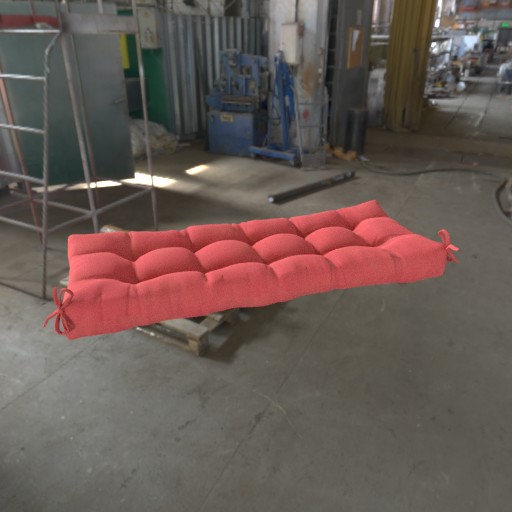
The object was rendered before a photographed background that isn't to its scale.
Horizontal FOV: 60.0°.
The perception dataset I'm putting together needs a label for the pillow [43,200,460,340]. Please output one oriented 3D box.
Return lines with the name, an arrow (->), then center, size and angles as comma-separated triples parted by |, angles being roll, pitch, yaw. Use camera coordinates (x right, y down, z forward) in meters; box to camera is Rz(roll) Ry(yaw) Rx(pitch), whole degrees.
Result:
pillow -> 0.000, 0.000, 1.369 | 1.194, 0.174, 0.511 | -8, 28, -16
